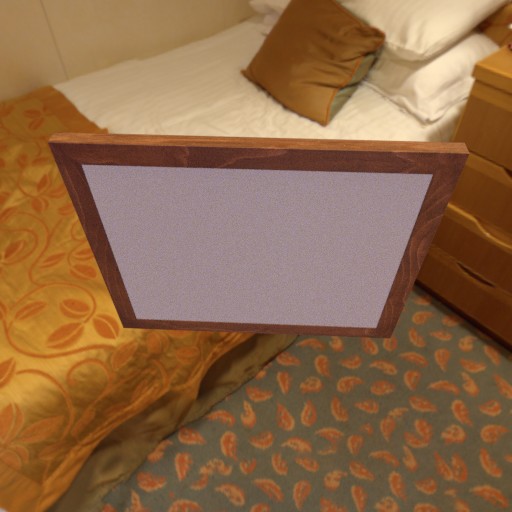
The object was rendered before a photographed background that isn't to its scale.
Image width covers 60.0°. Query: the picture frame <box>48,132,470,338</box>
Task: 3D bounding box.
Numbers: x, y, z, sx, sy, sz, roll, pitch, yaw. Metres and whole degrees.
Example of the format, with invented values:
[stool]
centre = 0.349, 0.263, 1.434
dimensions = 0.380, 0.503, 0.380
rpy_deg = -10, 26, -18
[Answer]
[picture frame]
centre = 0.000, 0.000, 0.765
dimensions = 0.559, 0.457, 0.025
rpy_deg = 2, 48, 2
